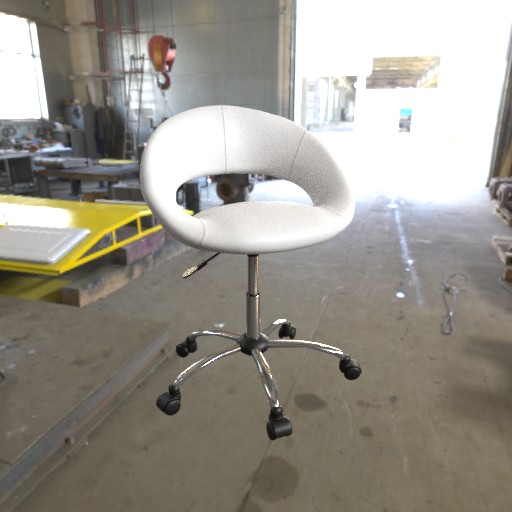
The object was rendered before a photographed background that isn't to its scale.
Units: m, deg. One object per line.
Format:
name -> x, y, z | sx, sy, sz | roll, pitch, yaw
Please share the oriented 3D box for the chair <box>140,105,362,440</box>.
chair -> 0.000, 0.000, 1.219 | 0.612, 0.791, 0.538 | -9, 20, -25
